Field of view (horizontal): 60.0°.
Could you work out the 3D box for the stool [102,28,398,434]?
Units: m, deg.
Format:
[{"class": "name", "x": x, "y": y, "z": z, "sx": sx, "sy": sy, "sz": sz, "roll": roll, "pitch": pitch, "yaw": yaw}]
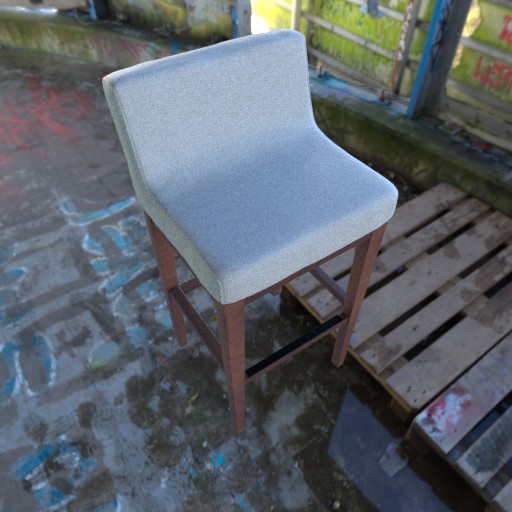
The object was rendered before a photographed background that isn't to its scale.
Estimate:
[{"class": "stool", "x": 0.000, "y": 0.000, "z": 1.281, "sx": 0.511, "sy": 1.037, "sz": 0.500, "roll": -26, "pitch": 52, "yaw": -23}]
